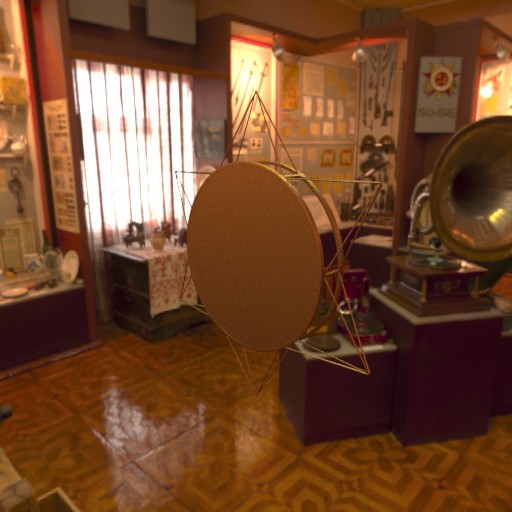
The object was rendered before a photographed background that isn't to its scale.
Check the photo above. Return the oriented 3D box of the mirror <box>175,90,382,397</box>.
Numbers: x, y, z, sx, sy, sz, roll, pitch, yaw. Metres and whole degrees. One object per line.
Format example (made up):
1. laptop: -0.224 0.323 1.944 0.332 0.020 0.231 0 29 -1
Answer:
1. mirror: 0.000 0.000 0.823 0.062 0.581 0.498 -13 19 -43
